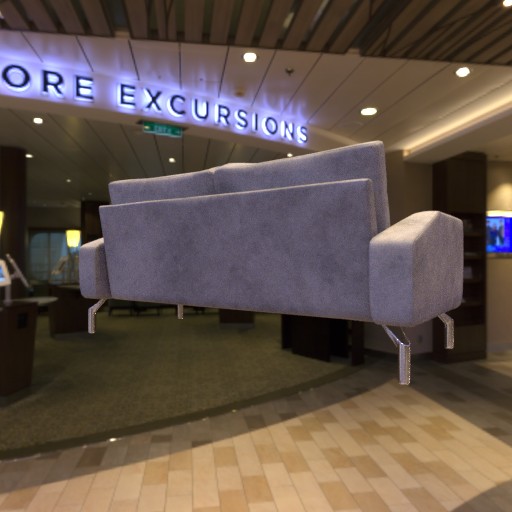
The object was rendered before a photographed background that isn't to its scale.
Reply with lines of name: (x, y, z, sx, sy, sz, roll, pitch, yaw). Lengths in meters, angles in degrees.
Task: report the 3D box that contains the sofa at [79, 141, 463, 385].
sofa: (0.000, 0.000, 2.291, 1.837, 0.859, 0.849, 0, 0, 35)
